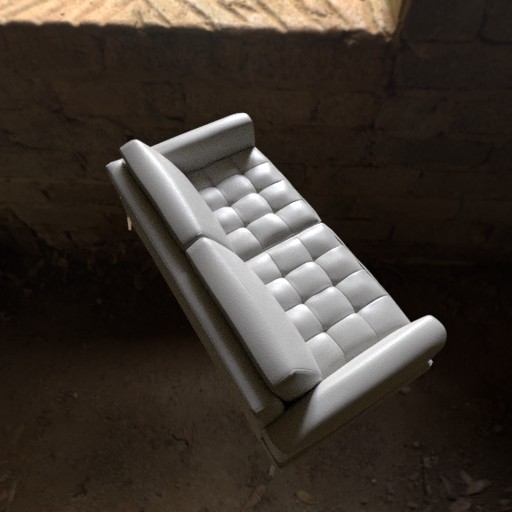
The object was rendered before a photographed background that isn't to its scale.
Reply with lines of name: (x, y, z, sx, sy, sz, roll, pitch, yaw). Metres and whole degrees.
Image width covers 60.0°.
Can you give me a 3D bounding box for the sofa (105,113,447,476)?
sofa: (0.000, 0.000, 2.753, 1.121, 0.930, 2.177, -27, 60, -17)
